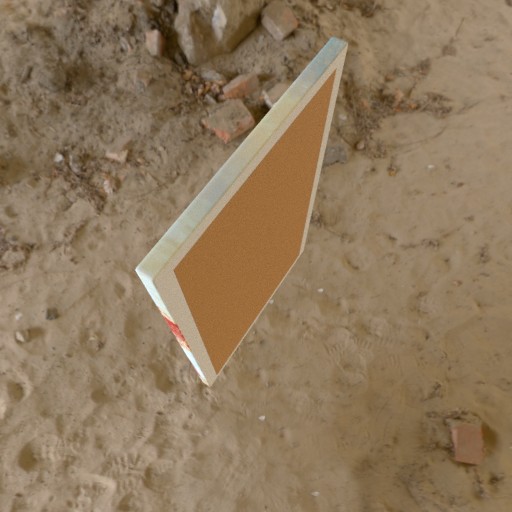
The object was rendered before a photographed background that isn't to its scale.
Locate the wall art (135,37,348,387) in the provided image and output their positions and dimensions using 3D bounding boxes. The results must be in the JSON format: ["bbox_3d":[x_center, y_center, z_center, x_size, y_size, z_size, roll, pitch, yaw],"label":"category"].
[{"bbox_3d":[0.000,0.000,1.171,0.037,0.915,0.605,31,68,14],"label":"wall art"}]
